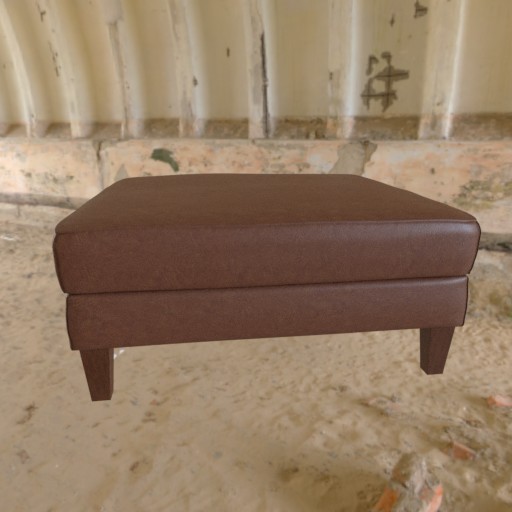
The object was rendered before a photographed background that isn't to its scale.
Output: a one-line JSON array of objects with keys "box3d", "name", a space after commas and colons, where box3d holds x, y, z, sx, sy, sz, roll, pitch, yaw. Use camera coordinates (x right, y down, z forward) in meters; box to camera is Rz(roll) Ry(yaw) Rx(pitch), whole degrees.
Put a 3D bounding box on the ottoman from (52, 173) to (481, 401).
[{"box3d": [0.000, 0.000, 1.406, 0.987, 0.472, 0.836, -2, 16, -8], "name": "ottoman"}]
